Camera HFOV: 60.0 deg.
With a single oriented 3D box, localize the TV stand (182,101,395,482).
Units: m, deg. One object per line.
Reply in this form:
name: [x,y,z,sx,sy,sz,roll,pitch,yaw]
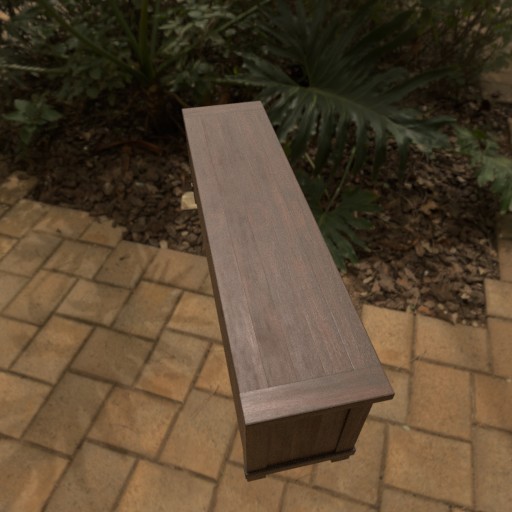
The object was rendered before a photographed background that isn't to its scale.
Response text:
TV stand: [0.000,0.000,2.149,0.471,0.615,1.866,-9,47,-8]
